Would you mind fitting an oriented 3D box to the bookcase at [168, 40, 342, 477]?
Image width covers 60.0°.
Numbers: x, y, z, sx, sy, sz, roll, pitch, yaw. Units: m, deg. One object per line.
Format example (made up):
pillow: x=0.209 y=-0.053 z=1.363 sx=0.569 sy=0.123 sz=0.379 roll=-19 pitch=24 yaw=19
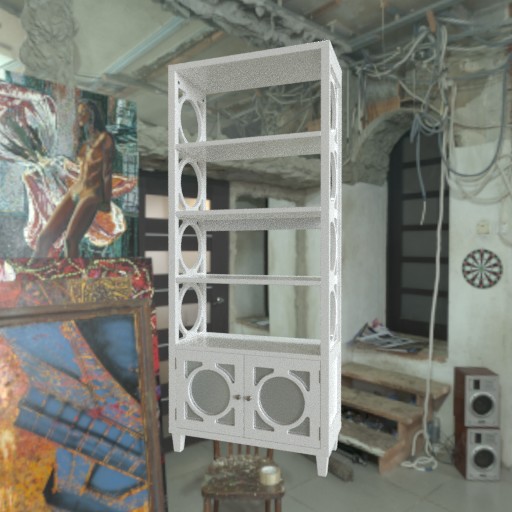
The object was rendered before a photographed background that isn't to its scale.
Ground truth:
bookcase: x=0.000 y=0.000 z=2.116 sx=0.761 sy=1.869 sz=0.361 roll=0 pitch=1 yaw=19
